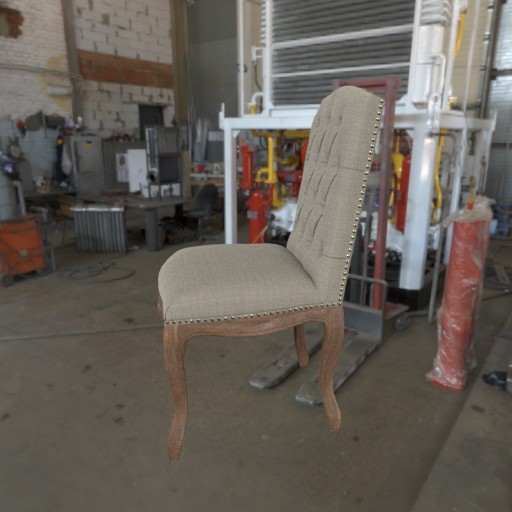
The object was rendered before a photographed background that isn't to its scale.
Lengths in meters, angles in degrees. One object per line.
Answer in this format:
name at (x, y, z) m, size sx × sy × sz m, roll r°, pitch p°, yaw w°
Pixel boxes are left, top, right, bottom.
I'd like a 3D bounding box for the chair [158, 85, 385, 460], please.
chair at (0.000, 0.000, 1.639) m, size 0.731 × 1.191 × 0.637 m, roll -2°, pitch 16°, yaw -8°
